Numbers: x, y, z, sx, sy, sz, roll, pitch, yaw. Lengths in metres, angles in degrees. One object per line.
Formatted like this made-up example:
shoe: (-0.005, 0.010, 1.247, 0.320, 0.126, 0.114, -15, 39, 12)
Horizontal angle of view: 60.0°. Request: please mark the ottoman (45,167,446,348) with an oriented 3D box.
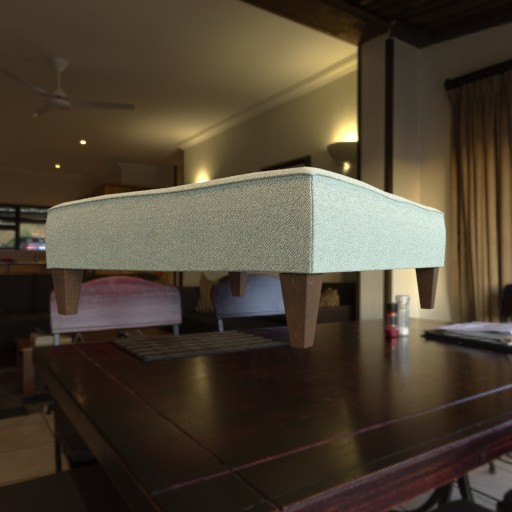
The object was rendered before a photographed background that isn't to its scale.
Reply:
ottoman: (0.000, 0.000, 1.522, 1.004, 0.379, 0.968, 0, -1, 37)
